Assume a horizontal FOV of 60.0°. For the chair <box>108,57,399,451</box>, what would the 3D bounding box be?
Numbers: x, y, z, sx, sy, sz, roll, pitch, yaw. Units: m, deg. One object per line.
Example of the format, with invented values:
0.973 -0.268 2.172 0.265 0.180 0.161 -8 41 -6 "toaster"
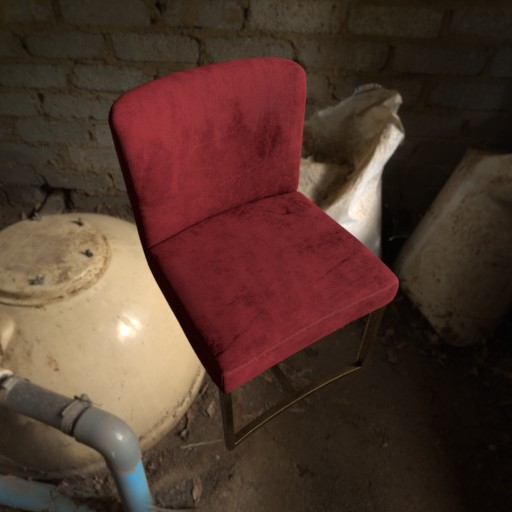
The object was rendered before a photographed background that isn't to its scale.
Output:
0.000 0.000 1.174 0.530 0.824 0.560 -24 50 -22 "chair"
